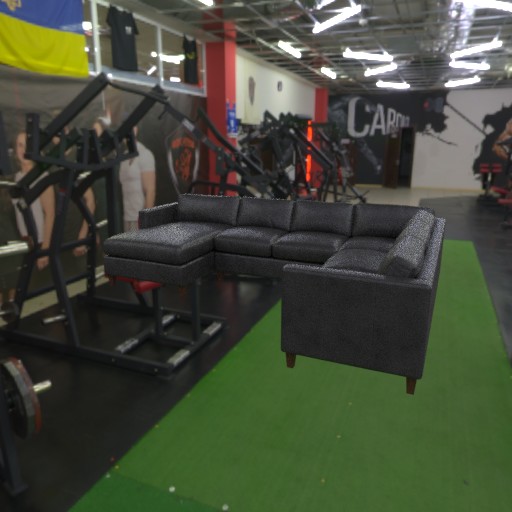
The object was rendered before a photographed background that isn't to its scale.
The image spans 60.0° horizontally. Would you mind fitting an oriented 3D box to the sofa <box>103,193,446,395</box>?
[{"bbox_3d":[0.000,0.000,4.367,3.324,0.891,2.452,7,16,23],"label":"sofa"}]
